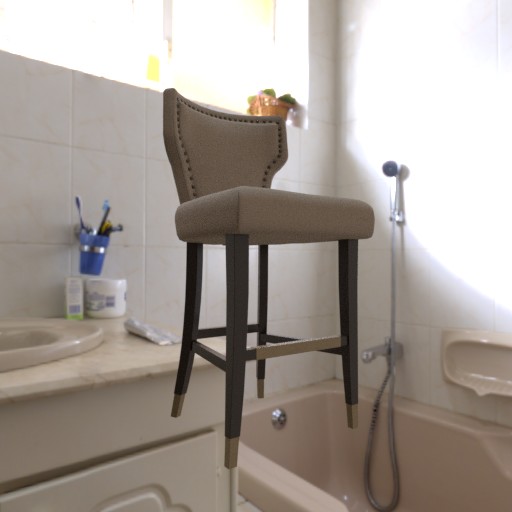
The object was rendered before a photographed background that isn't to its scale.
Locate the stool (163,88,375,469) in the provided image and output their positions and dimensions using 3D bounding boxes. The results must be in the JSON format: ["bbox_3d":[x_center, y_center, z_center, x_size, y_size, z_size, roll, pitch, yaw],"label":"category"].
[{"bbox_3d":[0.000,0.000,1.445,0.526,1.092,0.563,1,-1,-36],"label":"stool"}]
